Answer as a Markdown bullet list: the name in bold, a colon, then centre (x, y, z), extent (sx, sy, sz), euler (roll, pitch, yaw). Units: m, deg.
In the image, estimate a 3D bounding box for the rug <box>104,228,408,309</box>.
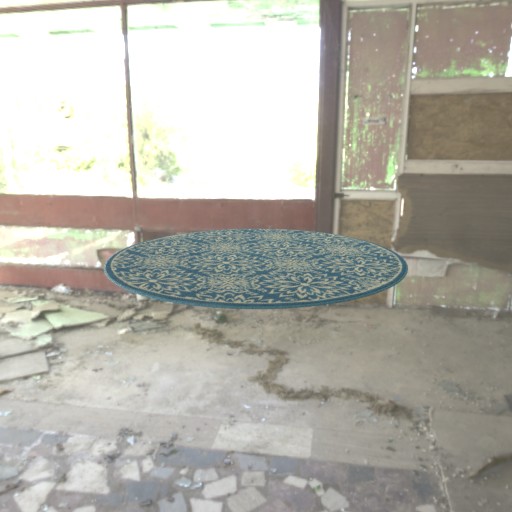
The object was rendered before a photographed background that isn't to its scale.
- **rug**: centre (0.000, 0.000, 2.445), extent (1.593, 0.012, 1.593), euler (0, 14, 0)
